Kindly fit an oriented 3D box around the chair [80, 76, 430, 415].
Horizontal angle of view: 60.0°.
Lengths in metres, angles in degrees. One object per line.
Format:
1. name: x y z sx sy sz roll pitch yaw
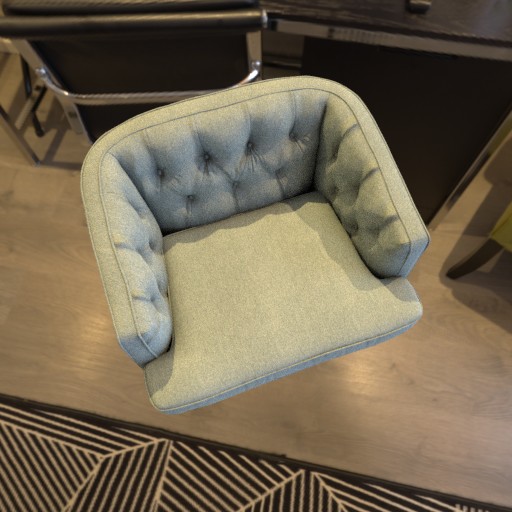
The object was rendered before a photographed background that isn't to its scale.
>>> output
1. chair: 0.000 0.000 1.755 1.094 0.852 0.945 -18 66 -8
